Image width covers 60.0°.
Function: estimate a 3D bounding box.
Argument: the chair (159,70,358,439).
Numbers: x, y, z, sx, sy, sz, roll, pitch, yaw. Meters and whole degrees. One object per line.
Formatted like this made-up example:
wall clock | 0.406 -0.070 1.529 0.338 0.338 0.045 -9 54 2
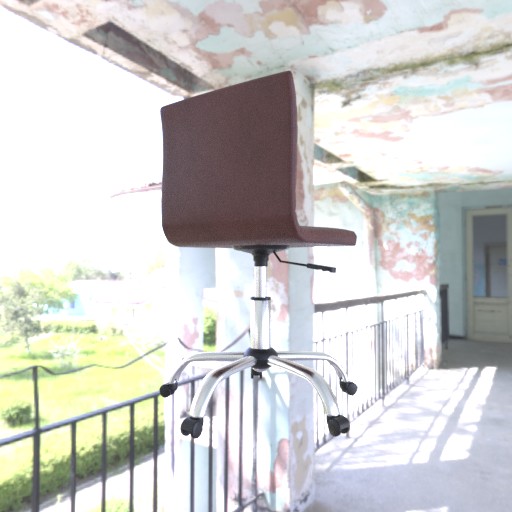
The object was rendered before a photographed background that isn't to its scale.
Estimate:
chair | 0.000 0.000 1.158 0.556 0.780 0.530 -1 -2 34
